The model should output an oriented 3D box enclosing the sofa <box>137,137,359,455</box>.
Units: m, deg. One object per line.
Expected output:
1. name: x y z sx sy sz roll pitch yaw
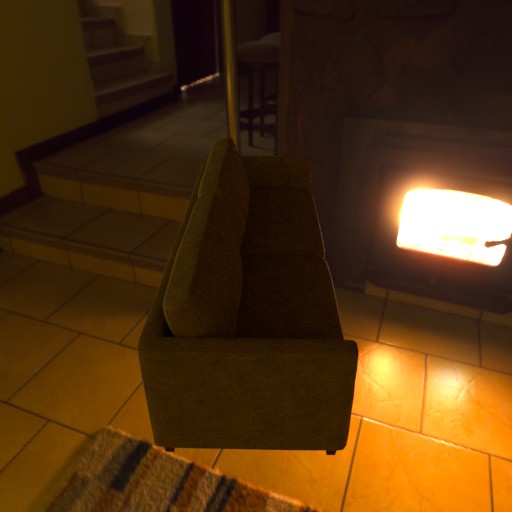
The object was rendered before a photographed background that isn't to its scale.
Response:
1. sofa: 0.000 0.000 2.954 0.951 0.965 2.434 1 31 1
